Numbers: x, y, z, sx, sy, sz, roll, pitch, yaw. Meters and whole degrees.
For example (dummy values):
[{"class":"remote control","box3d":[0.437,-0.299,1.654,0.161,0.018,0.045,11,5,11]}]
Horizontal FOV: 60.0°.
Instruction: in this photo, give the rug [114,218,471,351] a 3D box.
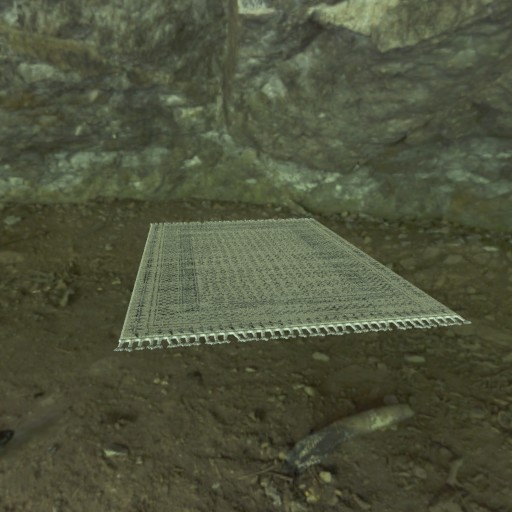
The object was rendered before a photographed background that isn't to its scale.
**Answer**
[{"class":"rug","box3d":[0.000,0.000,3.022,1.548,0.013,2.486,-3,16,-9]}]
